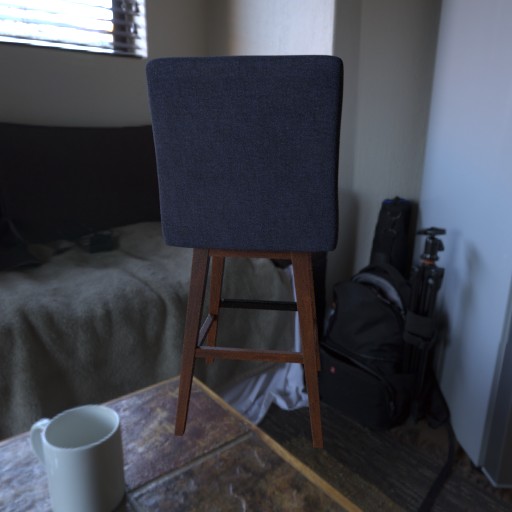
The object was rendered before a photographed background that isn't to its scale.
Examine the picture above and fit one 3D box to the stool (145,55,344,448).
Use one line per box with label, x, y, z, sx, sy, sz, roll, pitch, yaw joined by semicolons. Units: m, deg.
stool;0.000;0.000;1.363;0.489;1.068;0.572;2;17;7
